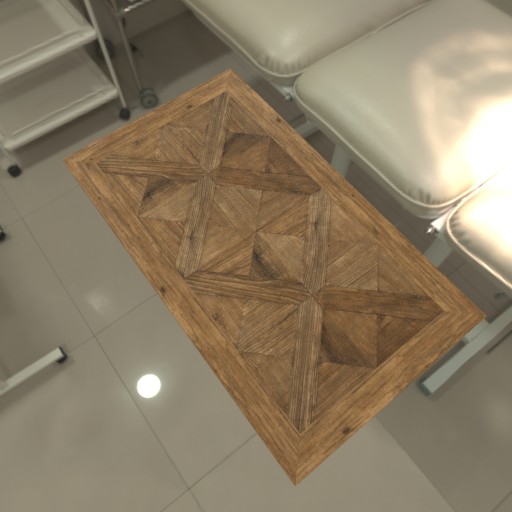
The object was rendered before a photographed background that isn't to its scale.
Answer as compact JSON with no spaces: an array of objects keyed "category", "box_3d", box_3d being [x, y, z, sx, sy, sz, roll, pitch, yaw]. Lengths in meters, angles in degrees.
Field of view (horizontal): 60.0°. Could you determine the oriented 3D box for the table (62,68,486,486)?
[{"category":"table","box_3d":[0.000,0.000,1.747,0.800,0.410,1.400,-35,69,-15]}]
